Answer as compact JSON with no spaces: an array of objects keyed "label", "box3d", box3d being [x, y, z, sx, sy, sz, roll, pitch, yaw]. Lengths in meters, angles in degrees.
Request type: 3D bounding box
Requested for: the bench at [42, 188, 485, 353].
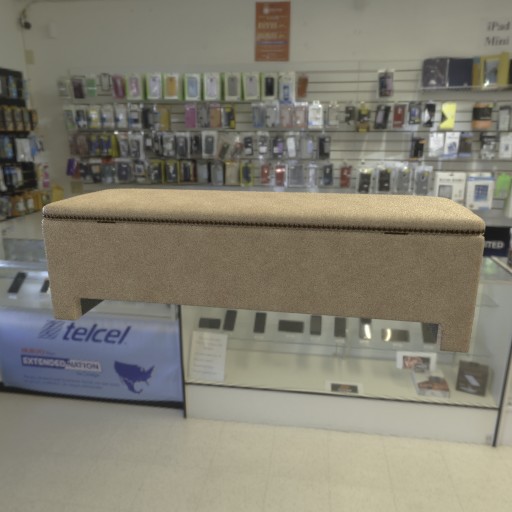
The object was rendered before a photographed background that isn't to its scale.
[{"label":"bench","box3d":[0.000,0.000,1.695,1.482,0.447,0.470,3,16,10]}]
